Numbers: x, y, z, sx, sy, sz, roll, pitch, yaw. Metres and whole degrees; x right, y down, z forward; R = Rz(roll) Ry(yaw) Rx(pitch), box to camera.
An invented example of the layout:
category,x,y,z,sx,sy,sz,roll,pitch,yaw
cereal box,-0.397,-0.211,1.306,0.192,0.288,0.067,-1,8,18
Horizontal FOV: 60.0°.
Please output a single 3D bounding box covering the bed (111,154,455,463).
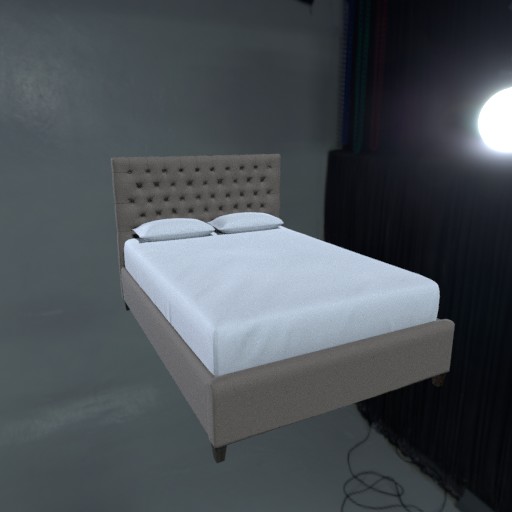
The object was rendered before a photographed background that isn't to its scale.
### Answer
category,x,y,z,sx,sy,sz,roll,pitch,yaw
bed,0.000,0.000,3.424,1.698,1.427,2.387,-8,17,-26
